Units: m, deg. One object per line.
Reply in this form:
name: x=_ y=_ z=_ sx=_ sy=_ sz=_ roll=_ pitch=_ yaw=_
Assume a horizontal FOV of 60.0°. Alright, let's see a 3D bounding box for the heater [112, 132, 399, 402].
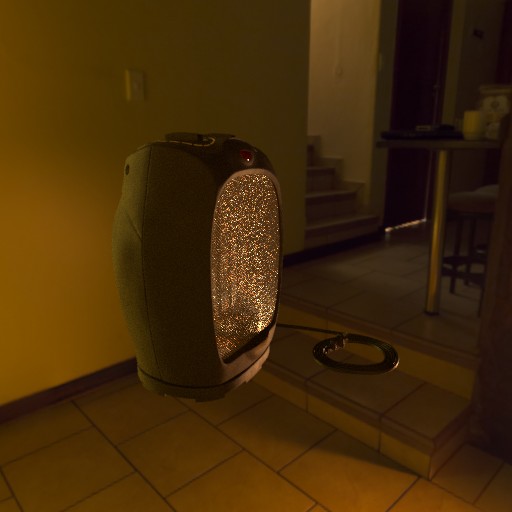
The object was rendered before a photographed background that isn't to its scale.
heater: x=0.000 y=0.000 z=0.475 sx=0.291 sy=0.255 sz=0.239 roll=7 pitch=16 yaw=26
